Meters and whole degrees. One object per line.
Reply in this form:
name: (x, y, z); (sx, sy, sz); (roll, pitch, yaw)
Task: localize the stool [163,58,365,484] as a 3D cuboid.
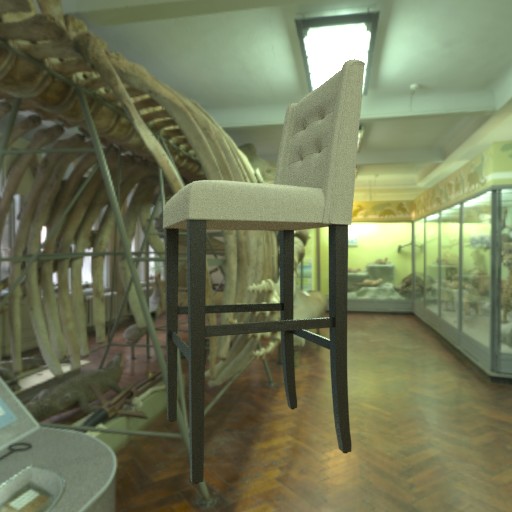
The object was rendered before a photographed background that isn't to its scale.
stool: (0.000, 0.000, 1.366); (0.509, 1.116, 0.474); (0, 1, -19)
